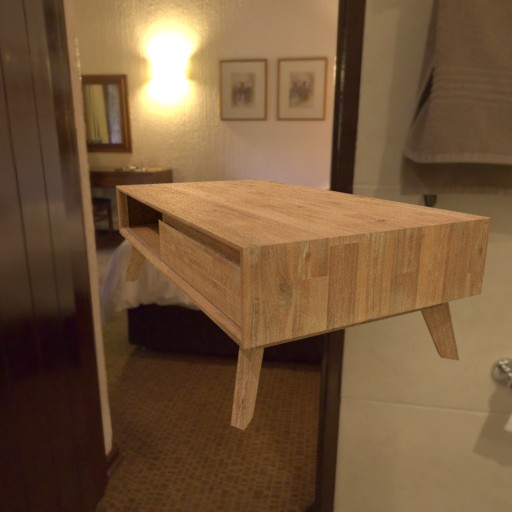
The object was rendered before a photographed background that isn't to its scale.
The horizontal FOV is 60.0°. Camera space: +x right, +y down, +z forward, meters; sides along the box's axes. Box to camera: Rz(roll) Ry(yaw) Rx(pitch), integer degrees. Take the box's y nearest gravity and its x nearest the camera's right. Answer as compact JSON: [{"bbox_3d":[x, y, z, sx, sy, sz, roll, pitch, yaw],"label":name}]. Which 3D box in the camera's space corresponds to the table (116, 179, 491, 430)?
[{"bbox_3d":[0.000,0.000,2.018,0.918,0.531,1.619,-8,17,-26],"label":"table"}]
